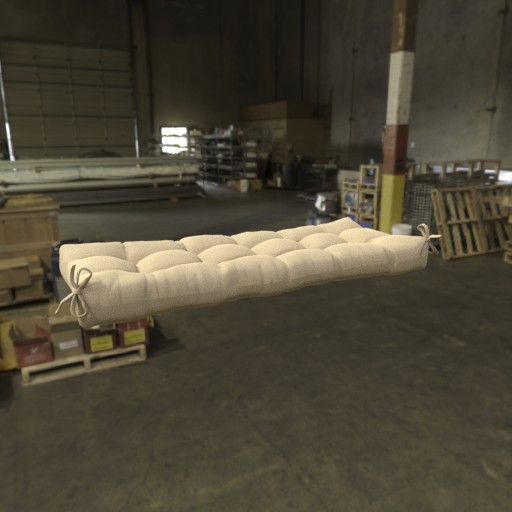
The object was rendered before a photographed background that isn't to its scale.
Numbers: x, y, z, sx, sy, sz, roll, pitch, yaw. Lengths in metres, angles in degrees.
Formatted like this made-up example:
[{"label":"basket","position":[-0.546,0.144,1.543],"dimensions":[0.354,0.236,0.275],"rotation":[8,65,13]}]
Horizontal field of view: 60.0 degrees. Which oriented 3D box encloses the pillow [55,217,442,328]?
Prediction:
[{"label":"pillow","position":[0.000,0.000,1.399],"dimensions":[1.194,0.174,0.511],"rotation":[-7,16,-27]}]
